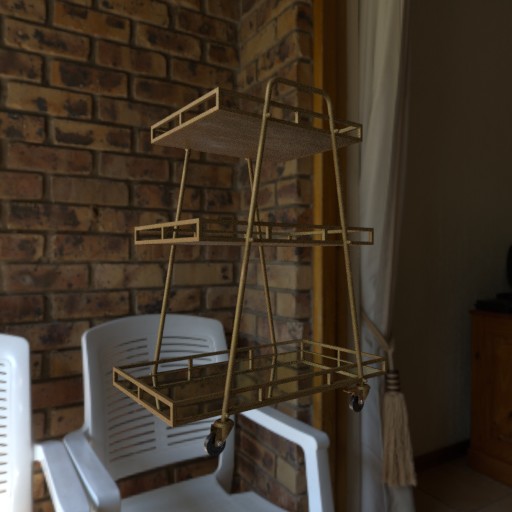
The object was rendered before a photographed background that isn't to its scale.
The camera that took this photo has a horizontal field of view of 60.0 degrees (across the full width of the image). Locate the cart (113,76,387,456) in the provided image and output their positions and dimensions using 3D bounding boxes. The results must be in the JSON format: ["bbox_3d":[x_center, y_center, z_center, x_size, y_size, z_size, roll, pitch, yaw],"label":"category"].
[{"bbox_3d":[0.000,0.000,1.294,0.711,0.883,0.441,0,0,-36],"label":"cart"}]
